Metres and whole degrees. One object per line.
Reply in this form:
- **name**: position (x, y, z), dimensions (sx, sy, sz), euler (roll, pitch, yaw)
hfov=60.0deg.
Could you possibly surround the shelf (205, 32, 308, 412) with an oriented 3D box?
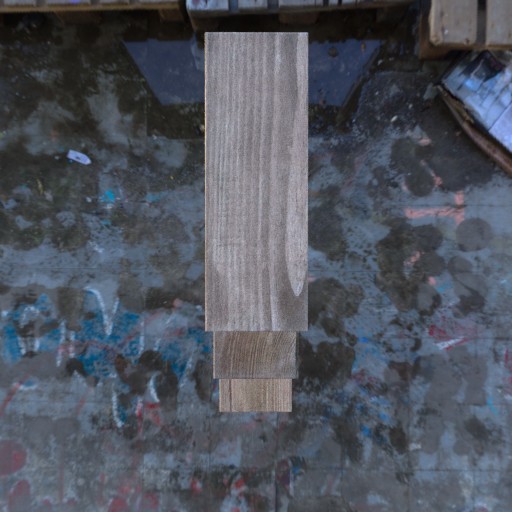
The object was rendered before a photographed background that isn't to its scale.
- **shelf**: position (0.000, 0.000, 0.750), dimensions (0.140, 0.293, 0.610), euler (0, 91, 0)
